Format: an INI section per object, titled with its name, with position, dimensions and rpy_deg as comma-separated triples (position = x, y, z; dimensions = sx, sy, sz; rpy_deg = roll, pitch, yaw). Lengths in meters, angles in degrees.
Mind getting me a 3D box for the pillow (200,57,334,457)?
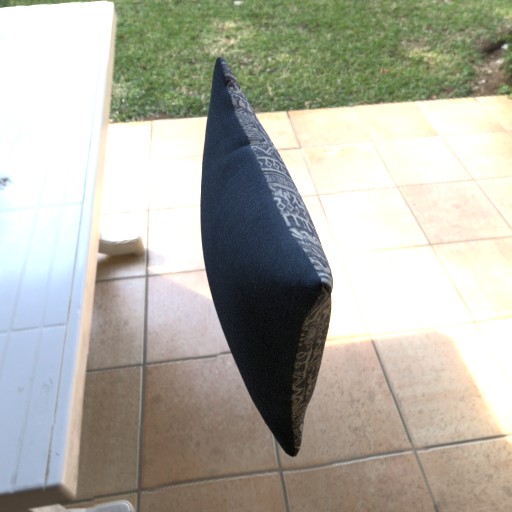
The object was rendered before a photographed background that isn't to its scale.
[pillow]
position = 0.000, 0.000, 0.783
dimensions = 0.180, 0.487, 0.546
rpy_deg = -11, 48, -10
